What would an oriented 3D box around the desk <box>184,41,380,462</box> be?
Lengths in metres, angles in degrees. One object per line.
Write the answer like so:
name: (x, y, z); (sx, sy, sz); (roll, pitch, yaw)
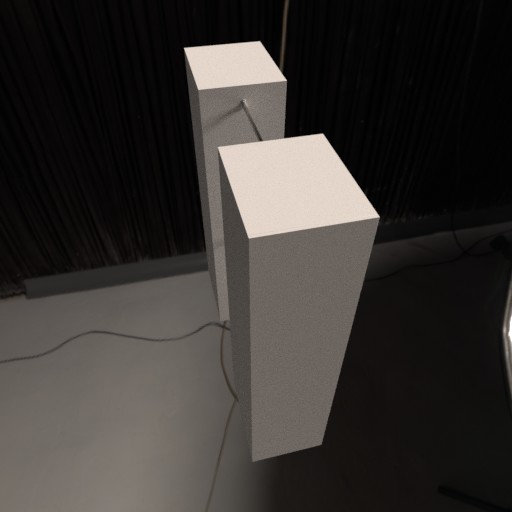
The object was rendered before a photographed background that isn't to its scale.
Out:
desk: (0.000, 0.000, 2.857); (0.480, 2.000, 1.770); (-10, 46, -10)
